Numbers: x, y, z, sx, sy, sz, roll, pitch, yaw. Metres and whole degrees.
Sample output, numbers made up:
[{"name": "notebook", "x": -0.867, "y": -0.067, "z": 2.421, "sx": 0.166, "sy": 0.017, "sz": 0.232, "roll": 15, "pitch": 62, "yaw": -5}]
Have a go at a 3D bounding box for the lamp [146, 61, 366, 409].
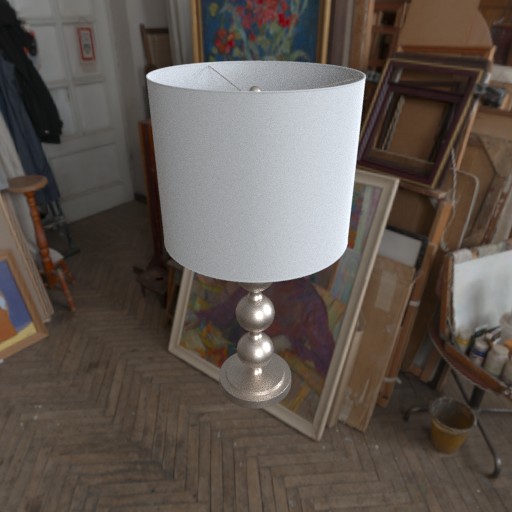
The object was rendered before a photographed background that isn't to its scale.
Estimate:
[{"name": "lamp", "x": 0.000, "y": 0.000, "z": 0.699, "sx": 0.277, "sy": 0.538, "sz": 0.277, "roll": 1, "pitch": 30, "yaw": 1}]
